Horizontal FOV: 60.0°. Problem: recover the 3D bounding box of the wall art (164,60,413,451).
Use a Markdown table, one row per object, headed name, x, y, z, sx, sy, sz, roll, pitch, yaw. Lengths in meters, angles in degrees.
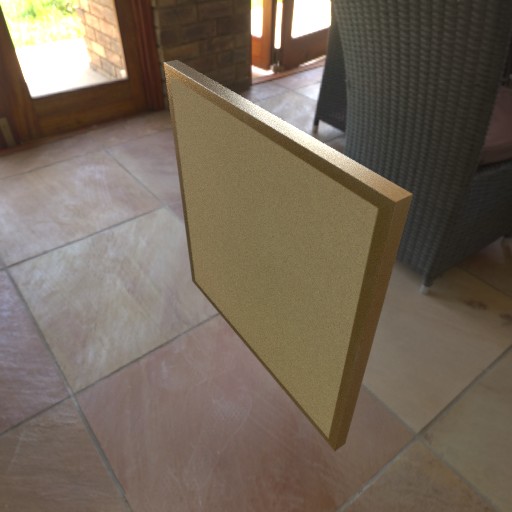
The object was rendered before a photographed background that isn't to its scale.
| name | x | y | z | sx | sy | sz | roll | pitch | yaw |
| --- | --- | --- | --- | --- | --- | --- | --- | --- | --- |
| wall art | 0.000 | 0.000 | 1.130 | 0.037 | 0.760 | 0.762 | -24 | 46 | -26 |
